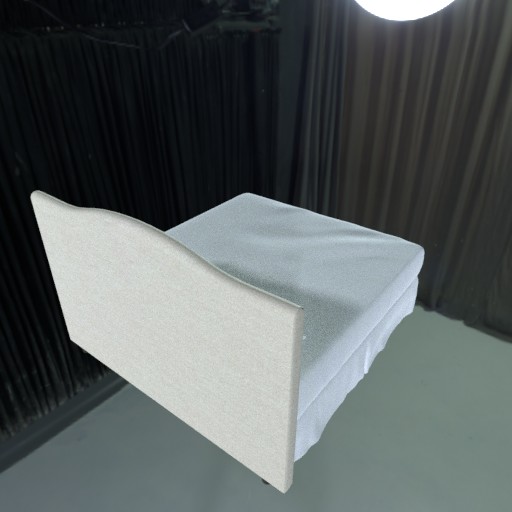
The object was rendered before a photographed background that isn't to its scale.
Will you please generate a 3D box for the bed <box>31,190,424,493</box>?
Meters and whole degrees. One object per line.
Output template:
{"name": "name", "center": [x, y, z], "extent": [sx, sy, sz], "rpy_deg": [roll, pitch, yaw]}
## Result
{"name": "bed", "center": [0.000, 0.000, 3.401], "extent": [2.083, 1.421, 2.182], "rpy_deg": [22, 37, 32]}
